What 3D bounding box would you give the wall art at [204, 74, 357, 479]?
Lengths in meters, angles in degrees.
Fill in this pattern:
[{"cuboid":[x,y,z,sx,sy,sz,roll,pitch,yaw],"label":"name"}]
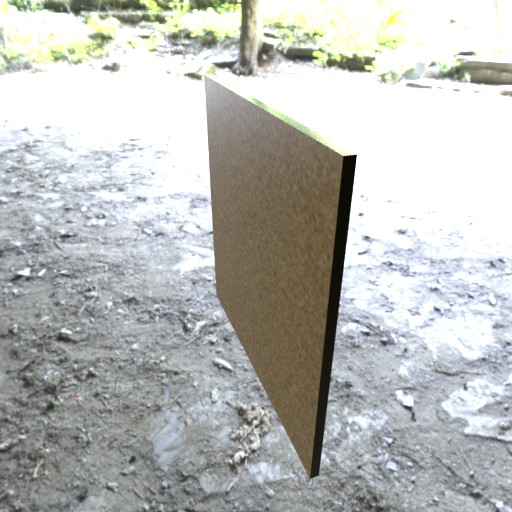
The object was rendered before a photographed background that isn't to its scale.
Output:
[{"cuboid":[0.000,0.000,0.661,0.014,0.445,0.446,-11,33,-18],"label":"wall art"}]
